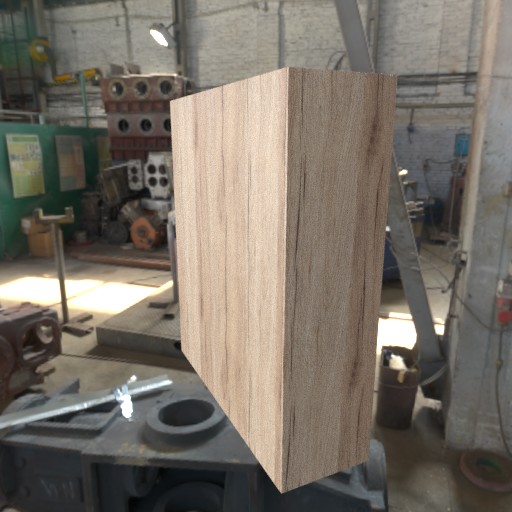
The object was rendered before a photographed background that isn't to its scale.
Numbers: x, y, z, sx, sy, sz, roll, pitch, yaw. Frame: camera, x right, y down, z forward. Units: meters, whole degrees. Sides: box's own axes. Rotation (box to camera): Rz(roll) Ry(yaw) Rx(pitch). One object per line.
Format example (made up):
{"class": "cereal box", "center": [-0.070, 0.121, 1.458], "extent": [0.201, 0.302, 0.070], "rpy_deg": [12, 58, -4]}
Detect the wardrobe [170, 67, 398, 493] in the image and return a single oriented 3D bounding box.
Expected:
{"class": "wardrobe", "center": [0.000, 0.000, 2.957], "extent": [0.580, 2.070, 1.810], "rpy_deg": [-7, 16, -25]}
